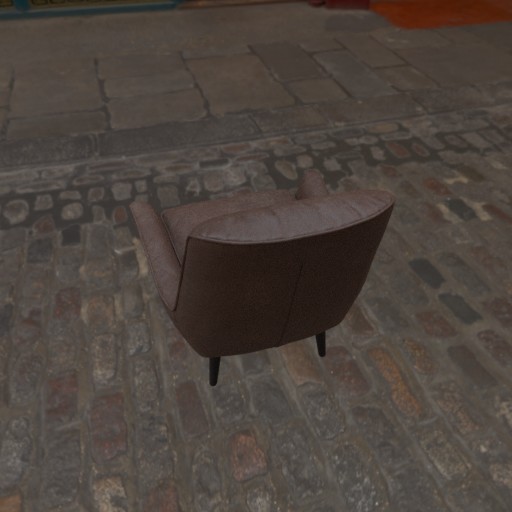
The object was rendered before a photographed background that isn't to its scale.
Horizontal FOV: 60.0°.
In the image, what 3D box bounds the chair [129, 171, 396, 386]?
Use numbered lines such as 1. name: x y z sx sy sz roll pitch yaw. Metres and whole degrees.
1. chair: 0.000 0.000 1.540 0.787 0.888 0.824 -12 44 -12
